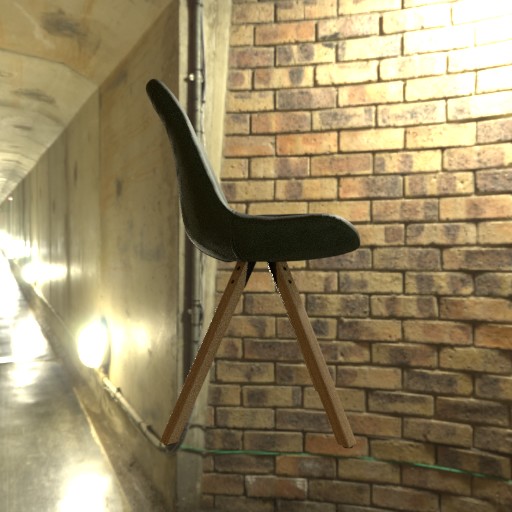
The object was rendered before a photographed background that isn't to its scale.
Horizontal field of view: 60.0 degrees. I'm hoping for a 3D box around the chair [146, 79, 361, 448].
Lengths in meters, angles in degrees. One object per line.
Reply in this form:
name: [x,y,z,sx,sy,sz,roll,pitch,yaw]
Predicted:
chair: [0.000,0.000,1.209,0.547,0.865,0.483,0,0,0]
